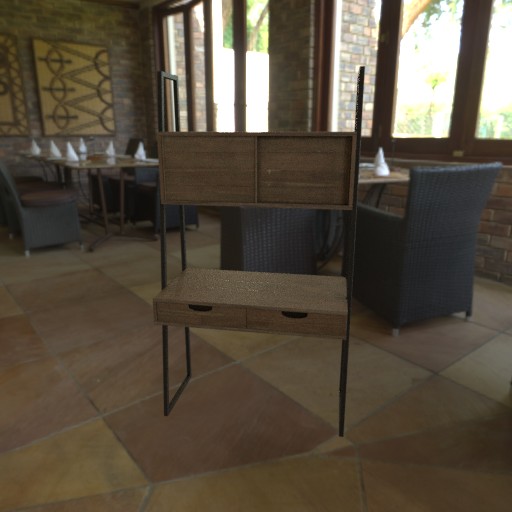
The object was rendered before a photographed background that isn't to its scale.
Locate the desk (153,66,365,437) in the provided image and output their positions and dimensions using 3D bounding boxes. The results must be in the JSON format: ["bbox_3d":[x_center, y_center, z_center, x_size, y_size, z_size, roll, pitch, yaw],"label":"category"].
[{"bbox_3d":[0.000,0.000,2.288,0.982,1.809,0.515,3,16,10],"label":"desk"}]
